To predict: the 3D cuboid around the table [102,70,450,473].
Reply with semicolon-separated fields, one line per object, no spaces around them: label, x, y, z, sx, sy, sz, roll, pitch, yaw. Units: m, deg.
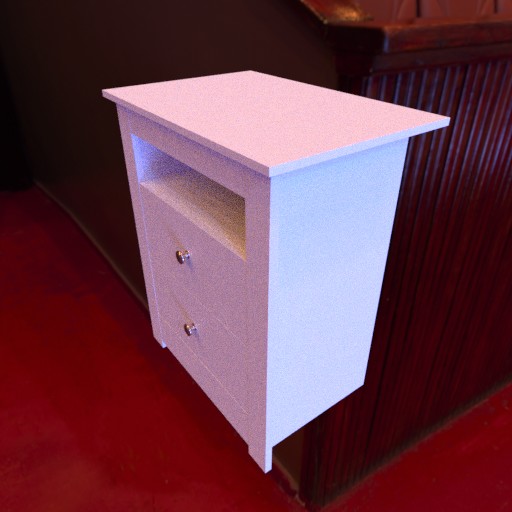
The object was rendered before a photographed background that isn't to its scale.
table;0.000;0.000;1.059;0.406;0.711;0.589;-22;38;-31
